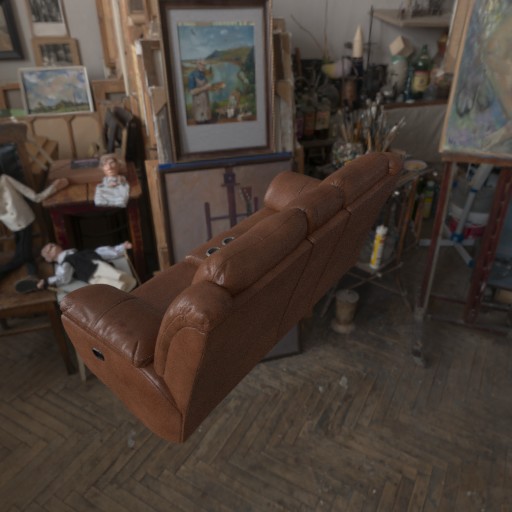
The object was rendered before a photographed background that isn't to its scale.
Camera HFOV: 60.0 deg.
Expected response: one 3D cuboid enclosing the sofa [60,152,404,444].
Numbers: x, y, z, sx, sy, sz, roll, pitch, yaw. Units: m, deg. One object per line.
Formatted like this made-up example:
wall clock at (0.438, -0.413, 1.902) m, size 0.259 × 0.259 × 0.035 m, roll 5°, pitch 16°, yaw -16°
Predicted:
sofa at (0.000, 0.000, 2.649) m, size 0.991 × 1.043 × 2.058 m, roll 22°, pitch 39°, yaw 30°
